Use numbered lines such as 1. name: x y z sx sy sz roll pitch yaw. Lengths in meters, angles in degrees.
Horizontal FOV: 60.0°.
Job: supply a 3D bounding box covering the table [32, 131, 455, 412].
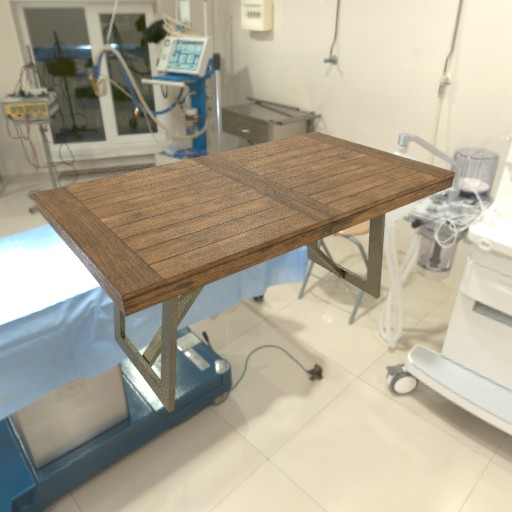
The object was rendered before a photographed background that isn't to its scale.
1. table: 0.000 0.000 2.154 1.641 0.757 0.931 -21 36 -32
